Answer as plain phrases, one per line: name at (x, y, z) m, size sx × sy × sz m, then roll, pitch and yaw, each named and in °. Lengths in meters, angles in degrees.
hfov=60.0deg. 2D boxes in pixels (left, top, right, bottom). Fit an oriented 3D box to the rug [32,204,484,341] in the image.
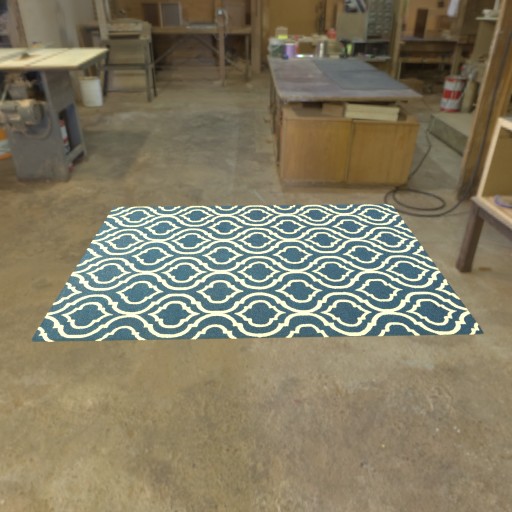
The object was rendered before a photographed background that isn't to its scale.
rug at (0.000, 0.000, 2.741) m, size 2.134 × 0.010 × 1.524 m, roll -1°, pitch 30°, yaw -1°
